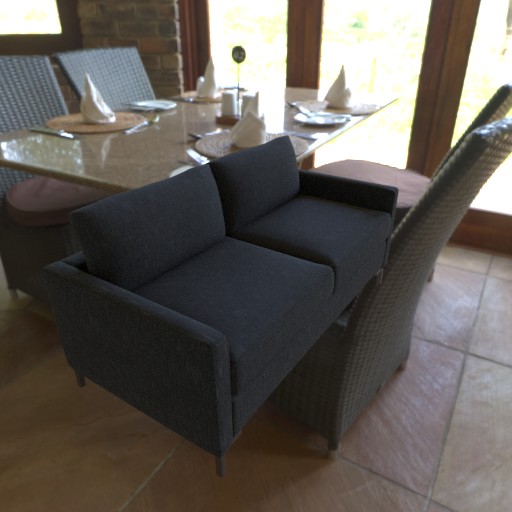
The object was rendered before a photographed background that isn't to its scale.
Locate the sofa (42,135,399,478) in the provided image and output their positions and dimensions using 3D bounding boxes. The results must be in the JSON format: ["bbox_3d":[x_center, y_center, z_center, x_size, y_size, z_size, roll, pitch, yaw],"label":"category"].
[{"bbox_3d":[0.000,0.000,2.190,0.866,0.862,1.716,17,32,30],"label":"sofa"}]
